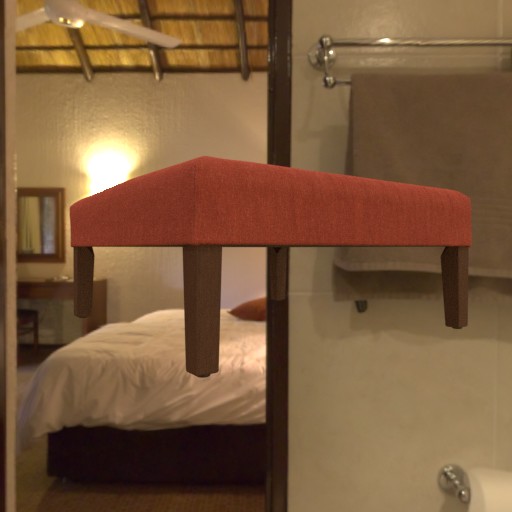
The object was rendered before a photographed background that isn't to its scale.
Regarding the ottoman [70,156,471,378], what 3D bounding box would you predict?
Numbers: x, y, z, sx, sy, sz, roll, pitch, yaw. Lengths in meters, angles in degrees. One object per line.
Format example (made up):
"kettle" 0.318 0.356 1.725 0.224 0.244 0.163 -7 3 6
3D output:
"ottoman" 0.000 0.000 1.365 0.889 0.411 0.890 -1 1 -35
